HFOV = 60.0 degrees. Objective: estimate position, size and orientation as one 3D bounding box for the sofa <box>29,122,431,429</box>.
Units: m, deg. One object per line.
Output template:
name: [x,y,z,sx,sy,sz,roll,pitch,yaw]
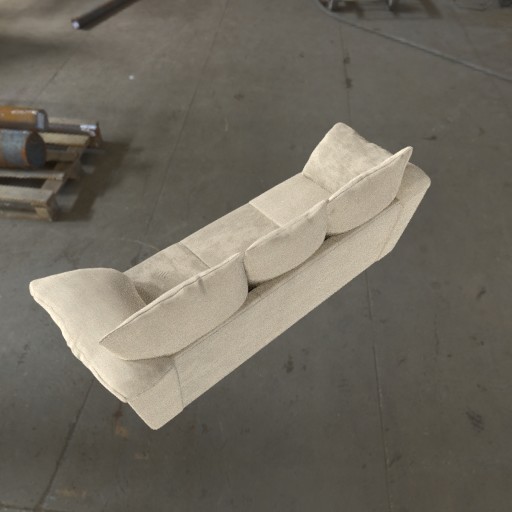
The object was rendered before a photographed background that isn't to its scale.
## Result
sofa: [0.000,0.000,2.774,2.377,0.981,0.893,-33,56,-26]
